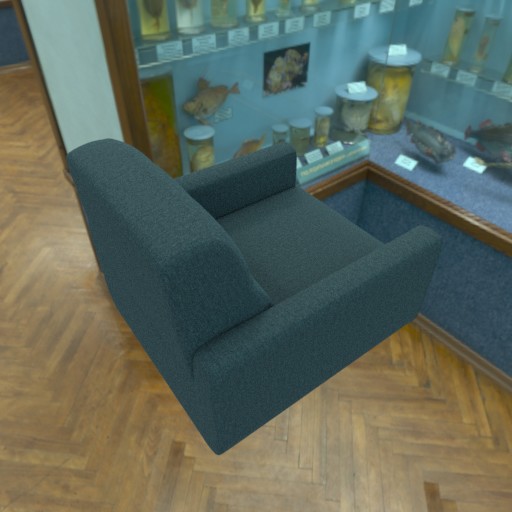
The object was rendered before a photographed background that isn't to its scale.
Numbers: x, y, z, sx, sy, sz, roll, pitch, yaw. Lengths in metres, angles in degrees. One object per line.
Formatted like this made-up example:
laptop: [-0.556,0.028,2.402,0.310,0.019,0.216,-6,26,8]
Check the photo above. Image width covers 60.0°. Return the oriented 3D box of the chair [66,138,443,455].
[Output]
chair: [0.000,0.000,1.629,0.964,0.940,0.880,-26,48,-26]
